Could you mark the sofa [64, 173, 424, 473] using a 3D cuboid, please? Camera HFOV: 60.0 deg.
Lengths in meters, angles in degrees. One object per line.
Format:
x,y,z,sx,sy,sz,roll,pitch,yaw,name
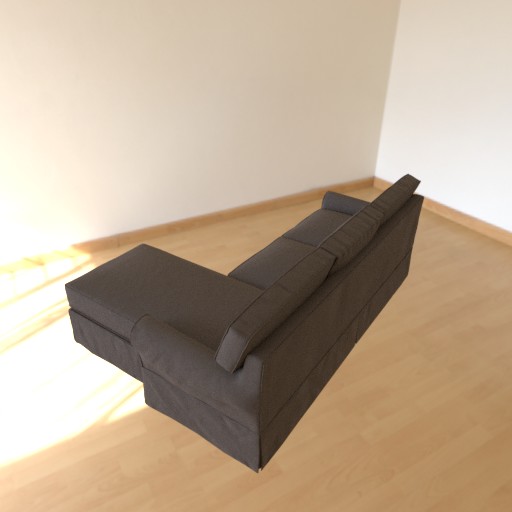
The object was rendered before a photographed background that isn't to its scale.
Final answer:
0.000,0.000,3.378,1.733,0.978,2.475,19,35,30,sofa
